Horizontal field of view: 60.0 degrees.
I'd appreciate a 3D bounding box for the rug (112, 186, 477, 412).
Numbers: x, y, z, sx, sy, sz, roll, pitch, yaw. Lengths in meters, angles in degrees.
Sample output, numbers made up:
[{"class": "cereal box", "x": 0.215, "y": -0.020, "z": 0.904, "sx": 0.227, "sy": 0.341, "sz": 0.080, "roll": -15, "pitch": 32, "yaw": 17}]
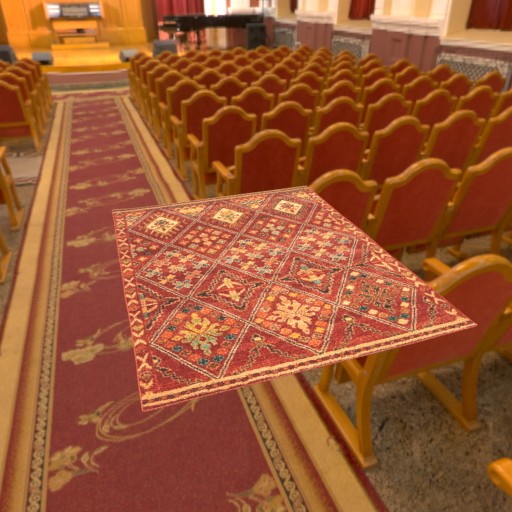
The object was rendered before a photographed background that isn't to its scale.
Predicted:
[{"class": "rug", "x": 0.000, "y": 0.000, "z": 4.248, "sx": 2.489, "sy": 0.030, "sz": 3.086, "roll": -10, "pitch": 31, "yaw": -16}]
